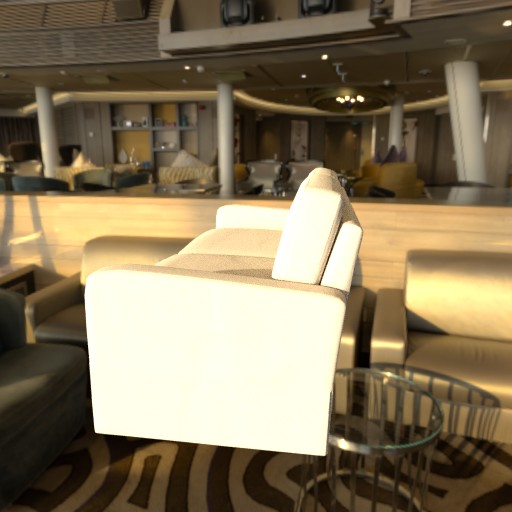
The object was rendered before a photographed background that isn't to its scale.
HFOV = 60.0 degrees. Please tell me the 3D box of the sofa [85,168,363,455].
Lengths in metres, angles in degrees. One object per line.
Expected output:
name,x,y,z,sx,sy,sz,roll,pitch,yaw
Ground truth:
sofa,0.000,0.000,2.199,0.894,0.831,1.808,2,13,9
